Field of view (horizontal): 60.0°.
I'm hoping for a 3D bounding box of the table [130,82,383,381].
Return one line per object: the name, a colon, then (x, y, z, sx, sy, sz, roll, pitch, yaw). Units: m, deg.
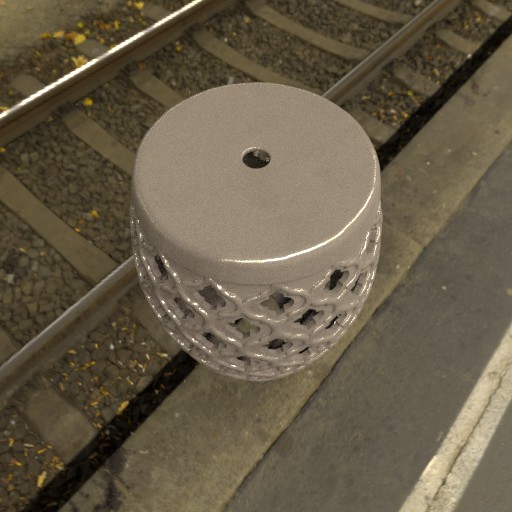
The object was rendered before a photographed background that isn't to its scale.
table: (0.000, 0.000, 0.629, 0.325, 0.388, 0.325, 0, 58, 0)
